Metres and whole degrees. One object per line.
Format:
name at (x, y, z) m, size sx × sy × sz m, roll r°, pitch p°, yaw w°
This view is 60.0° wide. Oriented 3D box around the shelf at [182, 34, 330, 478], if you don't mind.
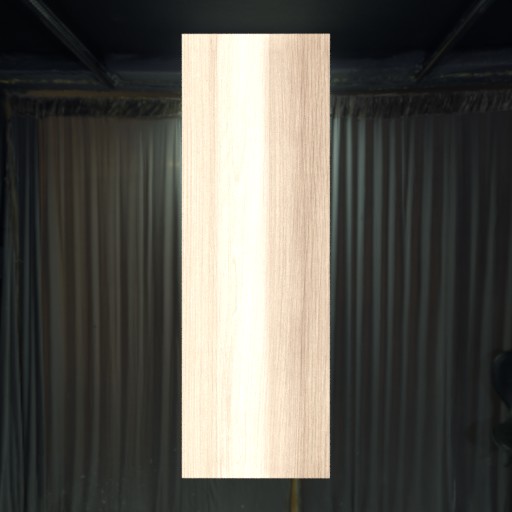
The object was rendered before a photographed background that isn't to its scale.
shelf at (0.000, 0.000, 1.015) m, size 0.290 × 0.872 × 0.290 m, roll 0°, pitch 0°, yaw 0°
